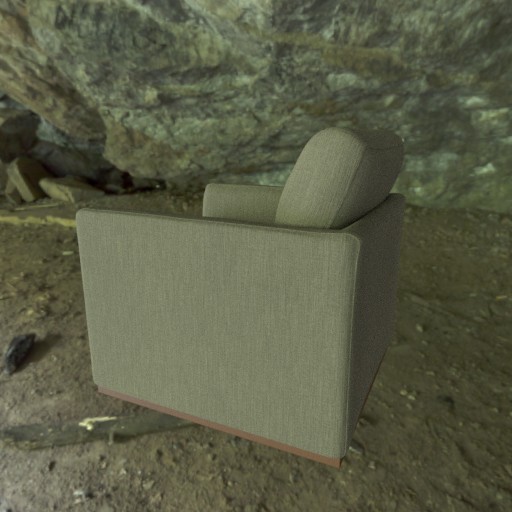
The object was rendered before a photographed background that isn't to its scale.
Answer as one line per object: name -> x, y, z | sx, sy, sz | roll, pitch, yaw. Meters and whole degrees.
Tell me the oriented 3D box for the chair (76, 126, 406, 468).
chair -> 0.000, 0.000, 1.464 | 0.834, 0.811, 0.763 | 7, 17, 24
